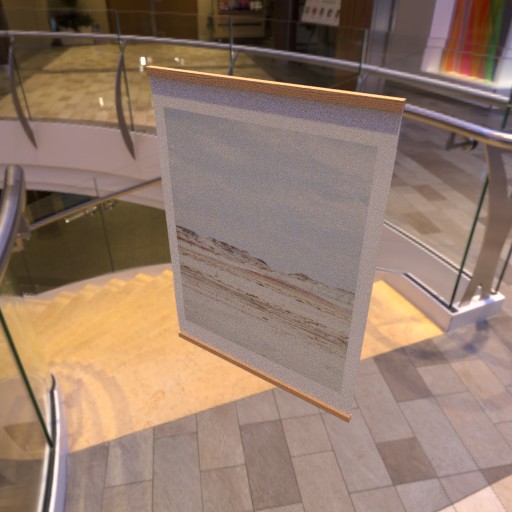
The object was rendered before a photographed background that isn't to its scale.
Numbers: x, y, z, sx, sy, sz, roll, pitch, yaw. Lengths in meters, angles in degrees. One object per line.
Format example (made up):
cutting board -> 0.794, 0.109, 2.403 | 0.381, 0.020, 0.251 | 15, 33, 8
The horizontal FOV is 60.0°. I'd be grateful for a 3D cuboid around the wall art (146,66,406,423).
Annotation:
wall art -> 0.000, 0.000, 1.357 | 0.739, 1.016, 0.020 | 20, 37, 28
